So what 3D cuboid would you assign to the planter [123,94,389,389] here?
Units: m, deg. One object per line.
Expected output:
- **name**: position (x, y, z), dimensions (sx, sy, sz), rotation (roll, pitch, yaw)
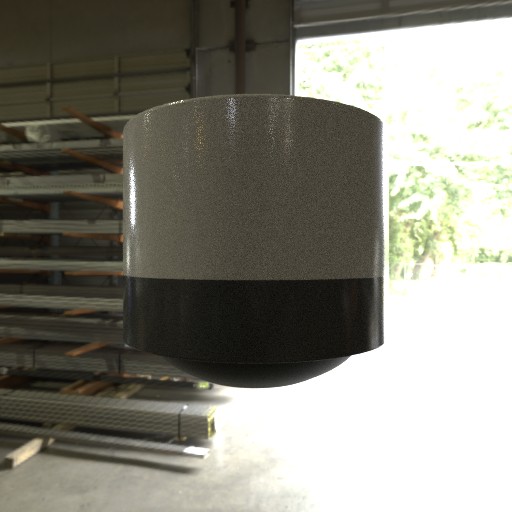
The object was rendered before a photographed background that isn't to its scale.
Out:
- **planter**: position (0.000, 0.000, 0.336), dimensions (0.193, 0.177, 0.193), rotation (0, 0, 0)
